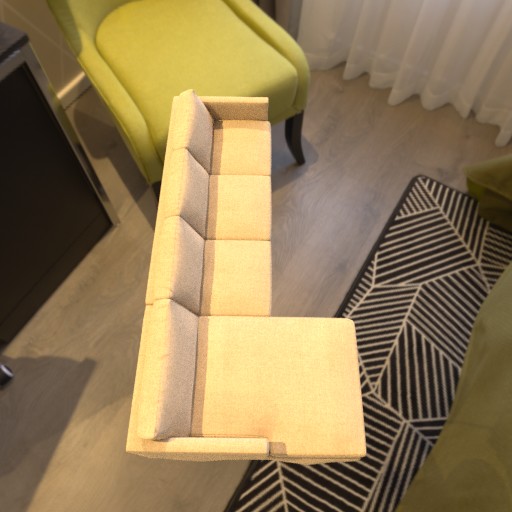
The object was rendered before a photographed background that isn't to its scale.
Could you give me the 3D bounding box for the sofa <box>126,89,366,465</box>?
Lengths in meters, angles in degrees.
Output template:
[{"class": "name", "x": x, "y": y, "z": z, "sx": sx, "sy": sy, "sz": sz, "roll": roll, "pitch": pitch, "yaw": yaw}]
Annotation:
[{"class": "sofa", "x": 0.000, "y": 0.000, "z": 3.803, "sx": 1.650, "sy": 0.922, "sz": 3.205, "roll": 1, "pitch": 63, "yaw": 0}]
